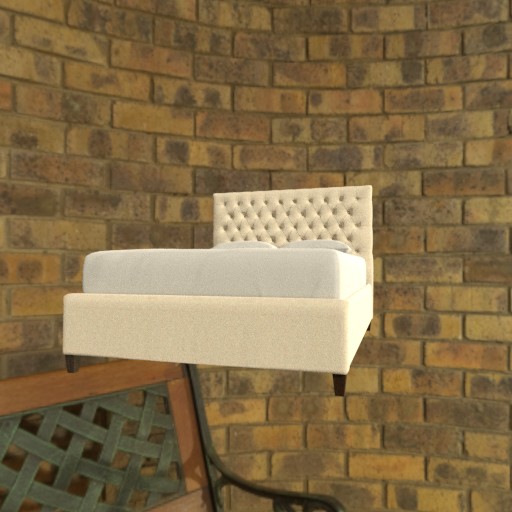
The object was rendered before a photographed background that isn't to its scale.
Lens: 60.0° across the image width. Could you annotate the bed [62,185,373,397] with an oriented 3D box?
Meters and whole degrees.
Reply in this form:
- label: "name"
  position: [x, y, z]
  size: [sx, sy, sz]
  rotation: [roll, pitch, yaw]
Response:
- label: "bed"
  position: [0.000, 0.000, 3.516]
  size: [1.698, 1.427, 2.387]
  rotation: [0, -1, 17]
